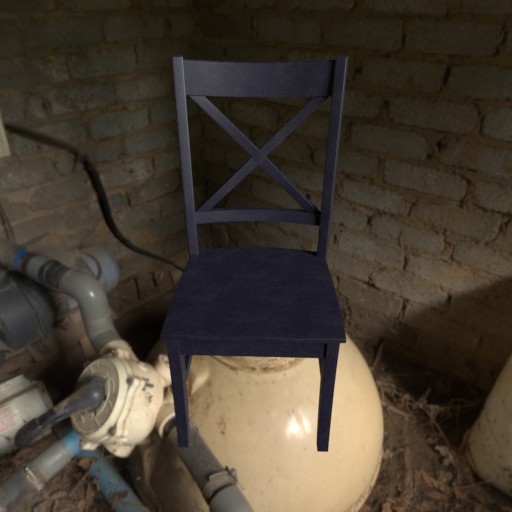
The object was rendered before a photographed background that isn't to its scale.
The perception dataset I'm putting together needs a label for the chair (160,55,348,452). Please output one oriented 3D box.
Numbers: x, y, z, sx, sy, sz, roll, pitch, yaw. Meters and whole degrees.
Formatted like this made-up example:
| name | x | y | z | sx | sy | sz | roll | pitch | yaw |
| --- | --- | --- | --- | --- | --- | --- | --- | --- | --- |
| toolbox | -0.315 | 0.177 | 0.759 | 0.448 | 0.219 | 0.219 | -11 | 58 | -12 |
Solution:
| name | x | y | z | sx | sy | sz | roll | pitch | yaw |
| --- | --- | --- | --- | --- | --- | --- | --- | --- | --- |
| chair | 0.000 | 0.000 | 1.248 | 0.485 | 0.983 | 0.542 | 1 | 30 | 2 |
